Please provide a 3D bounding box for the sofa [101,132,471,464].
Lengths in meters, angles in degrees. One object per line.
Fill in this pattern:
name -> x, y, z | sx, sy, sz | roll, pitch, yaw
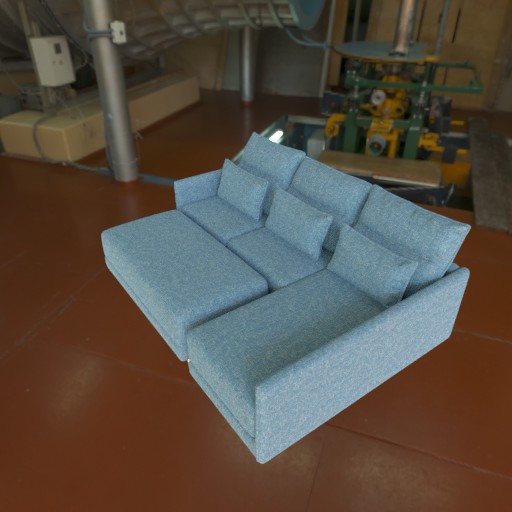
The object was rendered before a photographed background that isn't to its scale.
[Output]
sofa -> 0.000, 0.000, 2.834 | 1.420, 0.899, 2.034 | -21, 39, -29
